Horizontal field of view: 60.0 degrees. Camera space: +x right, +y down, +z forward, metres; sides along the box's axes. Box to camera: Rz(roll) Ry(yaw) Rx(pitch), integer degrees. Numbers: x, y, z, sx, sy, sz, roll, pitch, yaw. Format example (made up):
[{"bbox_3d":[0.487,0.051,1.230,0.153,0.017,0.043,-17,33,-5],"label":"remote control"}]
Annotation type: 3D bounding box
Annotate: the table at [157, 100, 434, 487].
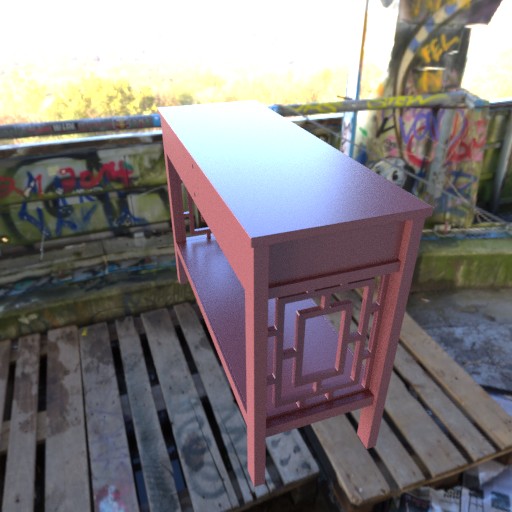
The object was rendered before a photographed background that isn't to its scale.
[{"bbox_3d":[0.000,0.000,1.454,0.397,0.753,1.068,-10,32,-17],"label":"table"}]
